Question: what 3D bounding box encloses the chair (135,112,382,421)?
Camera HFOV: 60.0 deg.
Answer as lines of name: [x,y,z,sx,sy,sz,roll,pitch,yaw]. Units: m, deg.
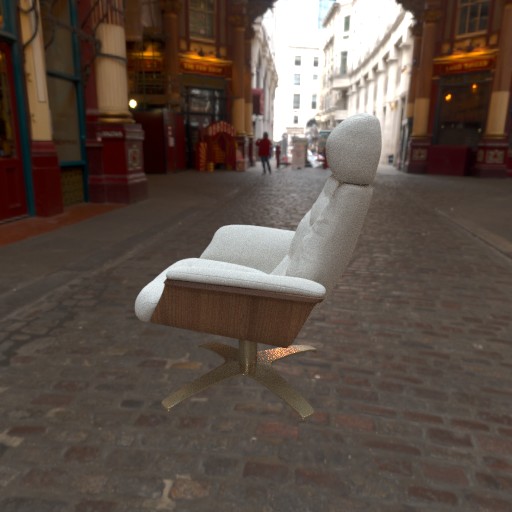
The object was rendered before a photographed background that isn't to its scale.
chair: [0.000,0.000,1.641,0.837,0.995,0.785,2,15,8]
